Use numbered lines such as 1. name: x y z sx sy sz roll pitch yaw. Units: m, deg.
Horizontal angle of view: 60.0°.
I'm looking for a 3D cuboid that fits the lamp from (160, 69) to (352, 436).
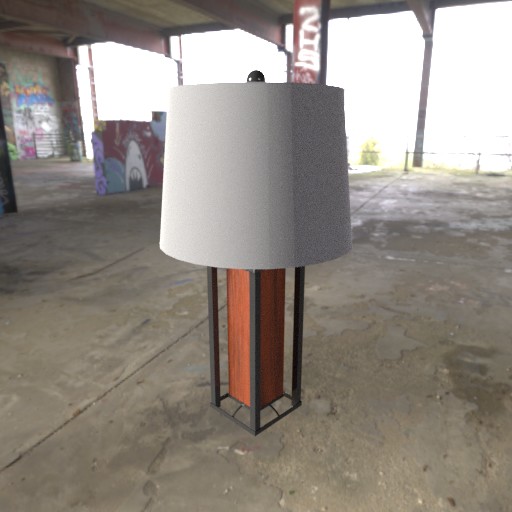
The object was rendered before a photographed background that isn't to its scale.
1. lamp: 0.000 0.000 0.757 0.320 0.591 0.320 0 16 0
